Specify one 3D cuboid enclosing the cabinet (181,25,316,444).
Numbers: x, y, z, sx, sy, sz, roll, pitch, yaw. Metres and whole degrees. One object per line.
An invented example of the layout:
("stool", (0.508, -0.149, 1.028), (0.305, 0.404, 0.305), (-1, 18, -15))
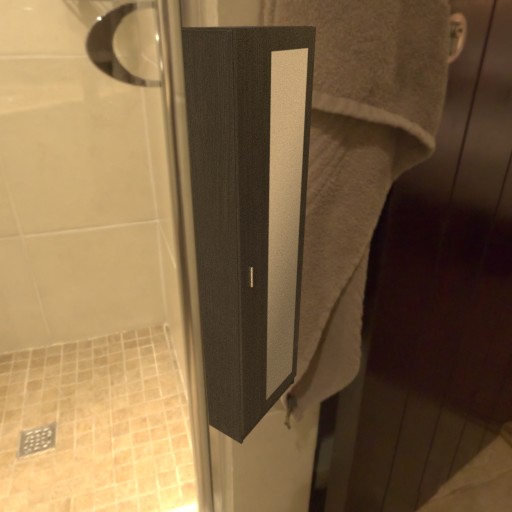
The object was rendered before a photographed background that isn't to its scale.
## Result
("cabinet", (0.000, 0.000, 1.948), (0.230, 1.790, 0.500), (18, 33, 30))
